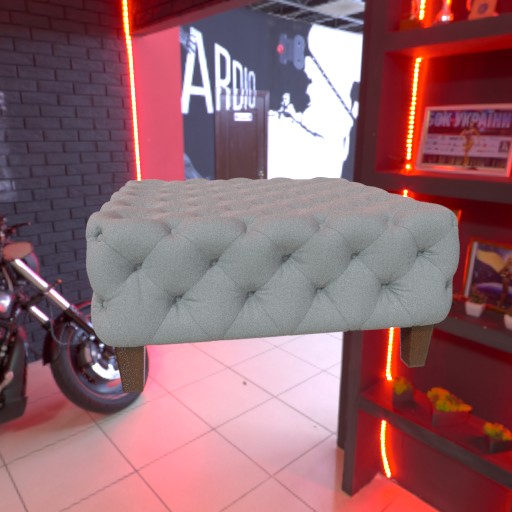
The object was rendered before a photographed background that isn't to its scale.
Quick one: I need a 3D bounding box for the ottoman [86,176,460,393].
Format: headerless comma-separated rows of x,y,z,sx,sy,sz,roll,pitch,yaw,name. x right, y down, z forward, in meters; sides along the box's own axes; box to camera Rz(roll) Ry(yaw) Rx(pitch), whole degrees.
0.000,0.000,1.450,0.917,0.439,0.911,-3,16,-9,ottoman
